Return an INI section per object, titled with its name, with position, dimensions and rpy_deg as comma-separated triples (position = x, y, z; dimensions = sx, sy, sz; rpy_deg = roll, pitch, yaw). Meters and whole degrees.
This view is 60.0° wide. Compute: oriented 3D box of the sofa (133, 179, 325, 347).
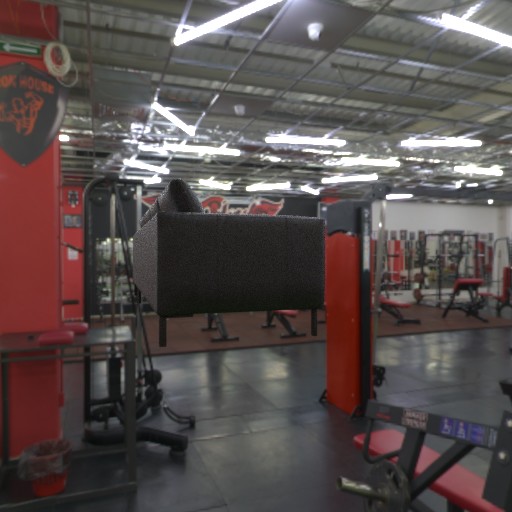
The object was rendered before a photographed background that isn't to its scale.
[sofa]
position = 0.000, 0.000, 3.808
dimensions = 1.938, 0.877, 2.984
rpy_deg = 0, 0, -18
